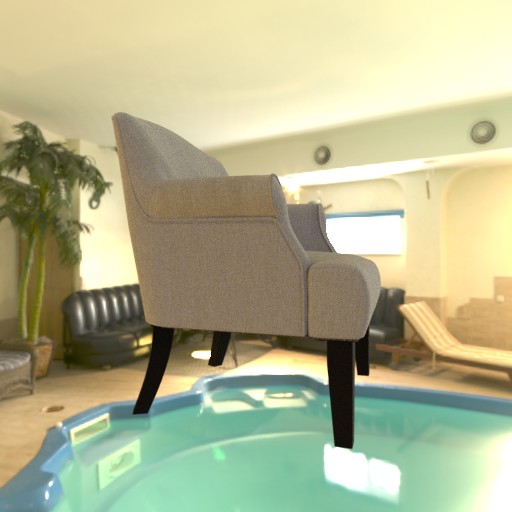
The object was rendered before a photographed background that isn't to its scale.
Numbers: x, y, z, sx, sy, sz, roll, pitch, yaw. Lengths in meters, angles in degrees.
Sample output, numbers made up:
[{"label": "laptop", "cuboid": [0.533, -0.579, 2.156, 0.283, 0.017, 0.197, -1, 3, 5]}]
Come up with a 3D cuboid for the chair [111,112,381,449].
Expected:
[{"label": "chair", "cuboid": [0.000, 0.000, 1.431, 0.755, 0.880, 0.772, 0, 1, 18]}]
